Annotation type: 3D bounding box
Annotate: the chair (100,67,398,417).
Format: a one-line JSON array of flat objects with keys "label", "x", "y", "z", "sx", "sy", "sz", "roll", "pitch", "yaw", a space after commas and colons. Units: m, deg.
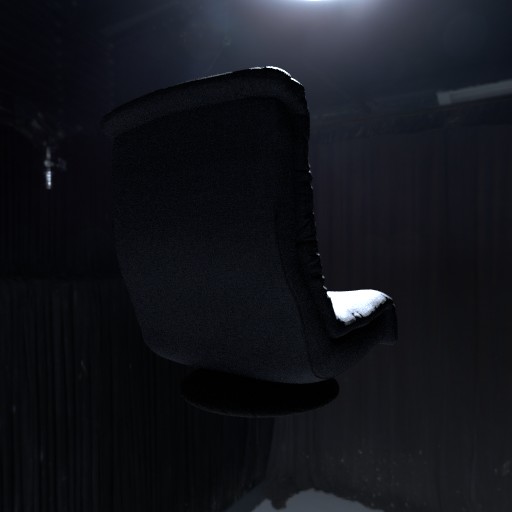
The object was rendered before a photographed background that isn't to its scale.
[{"label": "chair", "x": 0.000, "y": 0.000, "z": 1.223, "sx": 0.597, "sy": 0.749, "sz": 0.668, "roll": 0, "pitch": 0, "yaw": 35}]
